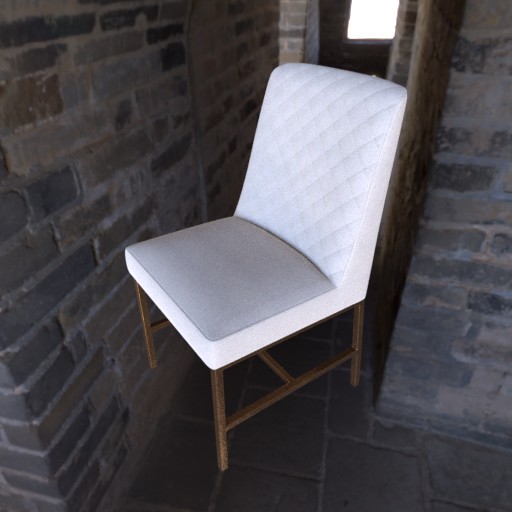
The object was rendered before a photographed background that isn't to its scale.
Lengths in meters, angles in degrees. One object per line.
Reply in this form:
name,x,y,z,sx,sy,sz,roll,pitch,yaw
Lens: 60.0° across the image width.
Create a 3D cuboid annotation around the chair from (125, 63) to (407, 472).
chair,0.000,0.000,1.253,0.597,0.933,0.503,-21,38,-29
